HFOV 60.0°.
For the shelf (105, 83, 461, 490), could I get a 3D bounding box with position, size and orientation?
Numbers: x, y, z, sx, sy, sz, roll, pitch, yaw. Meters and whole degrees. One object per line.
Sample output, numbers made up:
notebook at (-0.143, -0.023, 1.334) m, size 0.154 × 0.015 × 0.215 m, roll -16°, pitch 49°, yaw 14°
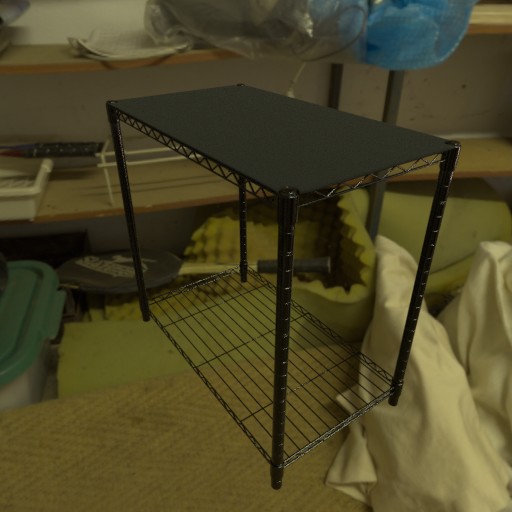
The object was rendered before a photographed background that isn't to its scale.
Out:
shelf at (0.000, 0.000, 0.919) m, size 0.338 × 0.564 × 0.589 m, roll -20°, pitch 37°, yaw -30°
